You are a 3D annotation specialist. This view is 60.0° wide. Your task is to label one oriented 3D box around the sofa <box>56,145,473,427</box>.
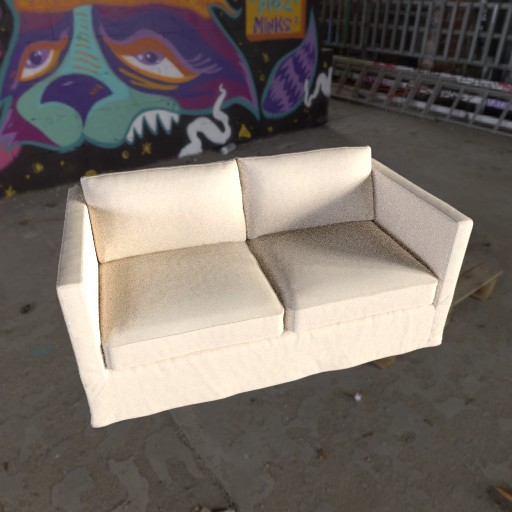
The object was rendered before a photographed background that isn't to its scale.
[{"bbox_3d":[0.000,0.000,2.240,1.746,0.834,0.962,-9,32,-15],"label":"sofa"}]
